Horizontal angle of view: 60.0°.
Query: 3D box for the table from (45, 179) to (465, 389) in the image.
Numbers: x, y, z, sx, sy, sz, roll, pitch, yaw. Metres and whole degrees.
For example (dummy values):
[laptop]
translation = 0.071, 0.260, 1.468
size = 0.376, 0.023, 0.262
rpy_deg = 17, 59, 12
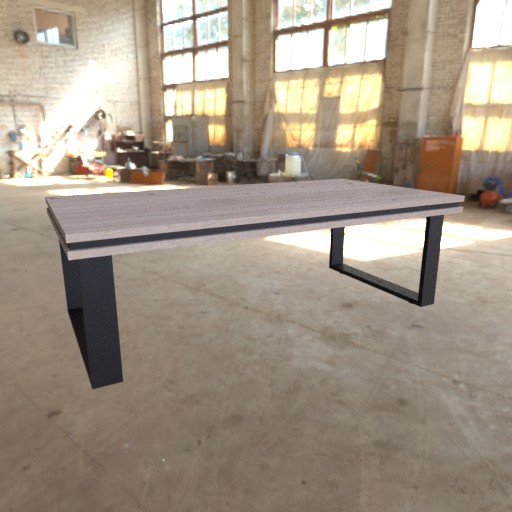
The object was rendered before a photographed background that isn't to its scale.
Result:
[table]
translation = 0.000, 0.000, 1.666
size = 1.350, 0.450, 0.700
rpy_deg = -8, 18, -27
